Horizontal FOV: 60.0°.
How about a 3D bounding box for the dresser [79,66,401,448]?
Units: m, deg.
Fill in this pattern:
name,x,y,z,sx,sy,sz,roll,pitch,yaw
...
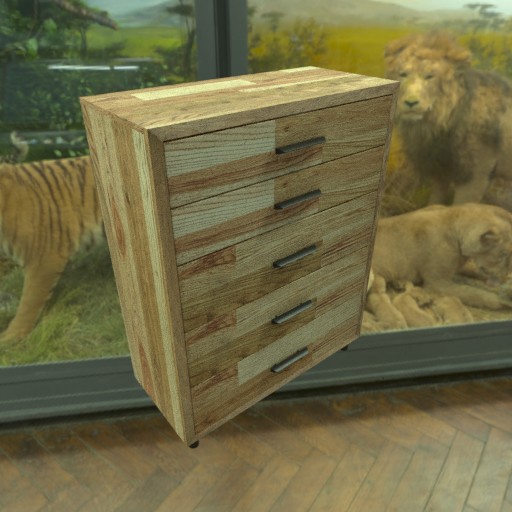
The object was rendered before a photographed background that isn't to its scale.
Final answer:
name,x,y,z,sx,sy,sz,roll,pitch,yaw
dresser,0.000,0.000,1.739,0.966,1.243,0.480,-22,38,-32
